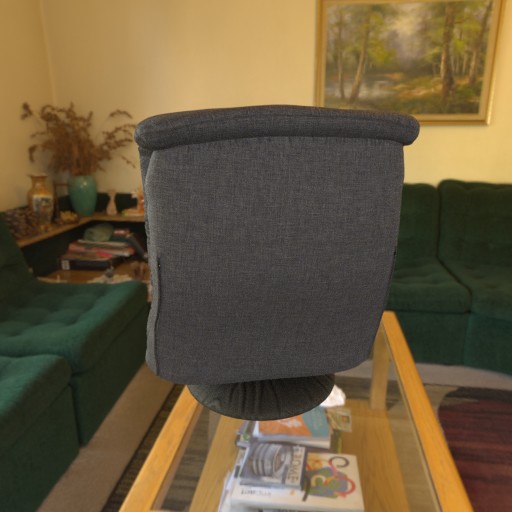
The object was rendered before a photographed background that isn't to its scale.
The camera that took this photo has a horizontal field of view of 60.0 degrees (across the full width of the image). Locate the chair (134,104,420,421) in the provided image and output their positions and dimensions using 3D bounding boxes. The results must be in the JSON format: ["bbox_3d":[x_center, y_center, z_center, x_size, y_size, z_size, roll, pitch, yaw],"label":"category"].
[{"bbox_3d":[0.000,0.000,1.197,0.597,0.749,0.668,-3,16,-9],"label":"chair"}]
